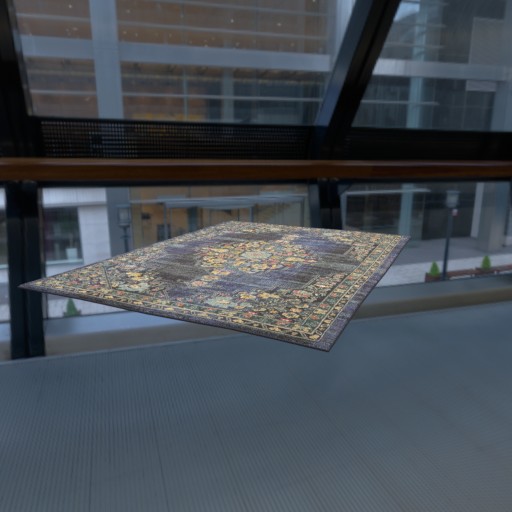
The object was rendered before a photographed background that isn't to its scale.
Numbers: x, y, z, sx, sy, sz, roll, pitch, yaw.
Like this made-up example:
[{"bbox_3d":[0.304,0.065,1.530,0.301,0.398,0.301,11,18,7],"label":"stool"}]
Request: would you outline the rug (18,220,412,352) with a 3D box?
[{"bbox_3d":[0.000,0.000,4.724,2.716,0.035,3.612,7,16,25],"label":"rug"}]
